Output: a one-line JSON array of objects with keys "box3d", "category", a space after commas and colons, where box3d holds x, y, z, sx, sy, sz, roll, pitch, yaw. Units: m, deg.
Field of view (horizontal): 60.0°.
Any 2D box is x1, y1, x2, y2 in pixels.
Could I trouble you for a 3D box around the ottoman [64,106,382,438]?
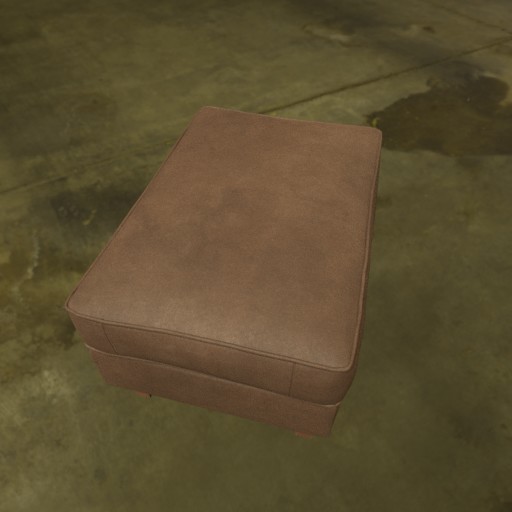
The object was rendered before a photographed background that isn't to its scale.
[{"box3d": [0.000, 0.000, 1.241, 0.596, 0.481, 0.860, 11, 48, 10], "category": "ottoman"}]
